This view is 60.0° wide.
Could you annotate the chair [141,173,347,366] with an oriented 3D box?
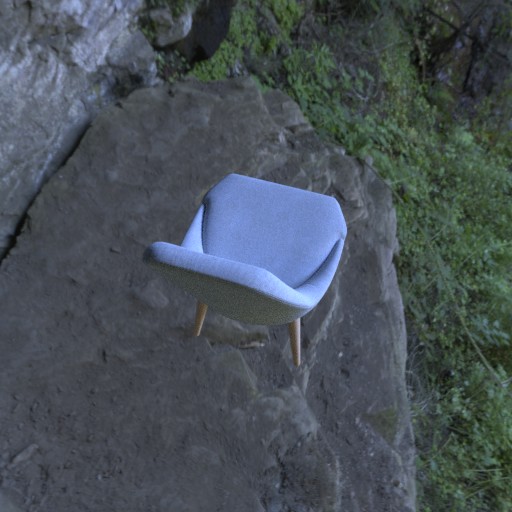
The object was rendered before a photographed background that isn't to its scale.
[{"bbox_3d":[0.000,0.000,1.362,0.510,1.040,0.660,15,63,8],"label":"chair"}]
